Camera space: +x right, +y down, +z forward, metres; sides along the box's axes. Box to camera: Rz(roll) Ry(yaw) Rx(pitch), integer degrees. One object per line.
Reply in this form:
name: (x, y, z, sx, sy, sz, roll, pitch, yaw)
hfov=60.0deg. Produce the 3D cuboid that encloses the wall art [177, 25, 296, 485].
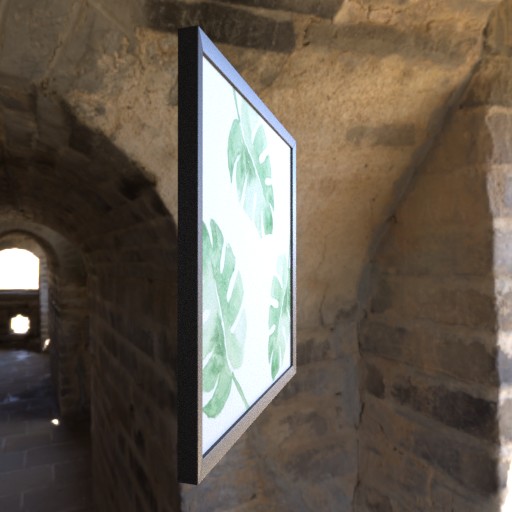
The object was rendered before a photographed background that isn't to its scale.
wall art: (0.000, 0.000, 1.106, 0.038, 0.765, 0.765, 0, 0, 17)
